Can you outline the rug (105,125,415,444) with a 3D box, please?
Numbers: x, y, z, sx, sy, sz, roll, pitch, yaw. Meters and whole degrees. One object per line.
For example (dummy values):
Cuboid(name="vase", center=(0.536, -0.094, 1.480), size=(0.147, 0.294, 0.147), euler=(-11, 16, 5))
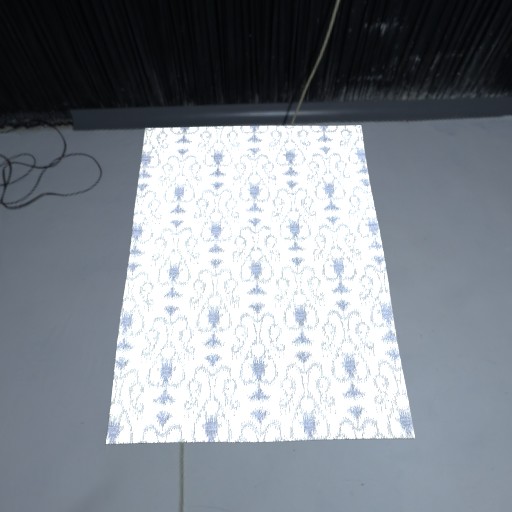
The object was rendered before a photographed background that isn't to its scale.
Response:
Cuboid(name="rug", center=(0.000, 0.000, 2.907), size=(1.676, 0.013, 2.261), euler=(-1, 63, 0))
